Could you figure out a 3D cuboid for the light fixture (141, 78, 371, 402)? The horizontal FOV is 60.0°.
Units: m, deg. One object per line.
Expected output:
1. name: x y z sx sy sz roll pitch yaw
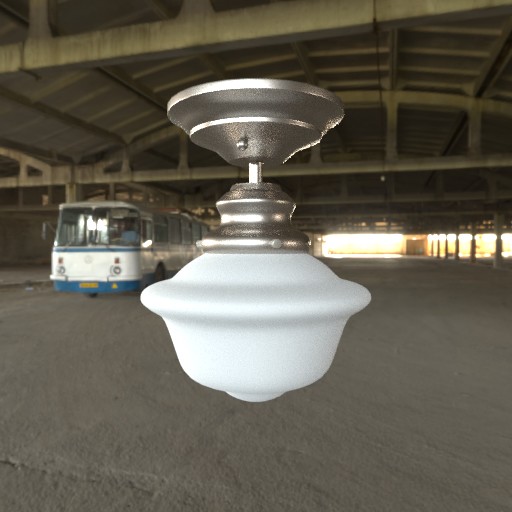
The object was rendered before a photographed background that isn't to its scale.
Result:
1. light fixture: 0.000 0.000 0.390 0.199 0.254 0.199 0 1 0
